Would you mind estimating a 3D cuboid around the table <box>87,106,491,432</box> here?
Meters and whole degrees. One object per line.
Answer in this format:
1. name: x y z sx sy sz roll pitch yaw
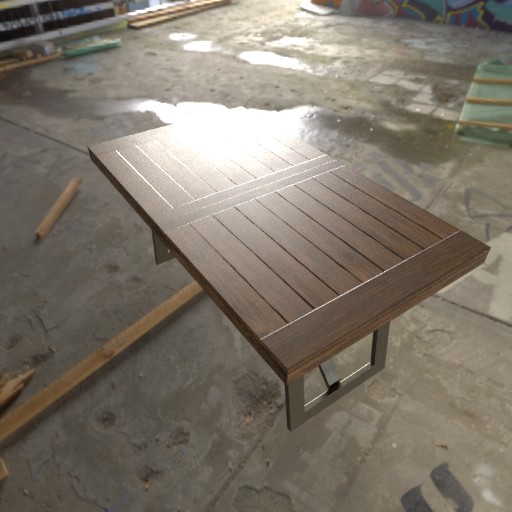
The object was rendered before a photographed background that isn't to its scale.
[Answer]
1. table: 0.000 0.000 2.159 0.931 0.757 1.641 -24 45 -26
